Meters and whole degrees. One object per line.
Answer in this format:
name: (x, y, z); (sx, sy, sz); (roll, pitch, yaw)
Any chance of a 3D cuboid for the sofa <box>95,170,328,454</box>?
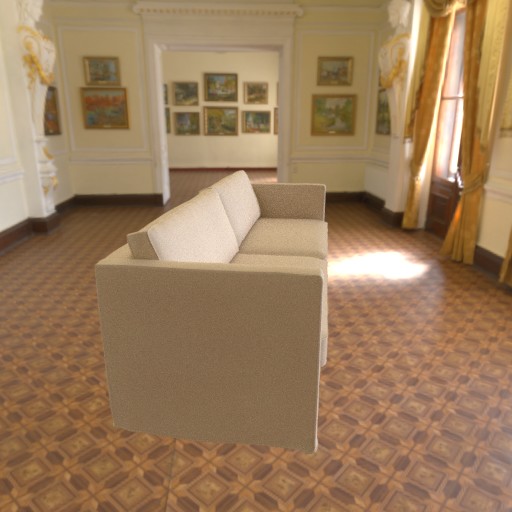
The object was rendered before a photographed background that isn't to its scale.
sofa: (0.000, 0.000, 3.237); (1.036, 0.999, 2.779); (3, 17, 8)
